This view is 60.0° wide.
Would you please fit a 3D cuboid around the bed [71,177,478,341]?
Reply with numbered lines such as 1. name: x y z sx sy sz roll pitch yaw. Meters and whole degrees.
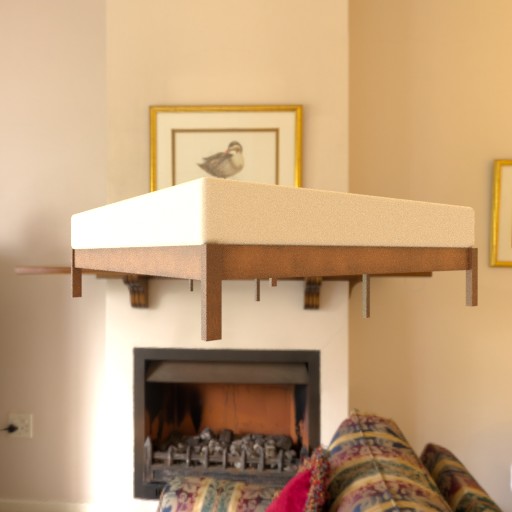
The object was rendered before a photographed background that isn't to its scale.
1. bed: 0.000 0.000 3.027 1.930 0.616 2.049 0 0 -36
